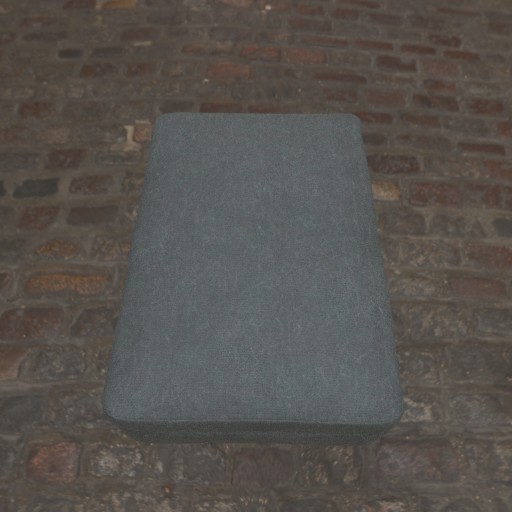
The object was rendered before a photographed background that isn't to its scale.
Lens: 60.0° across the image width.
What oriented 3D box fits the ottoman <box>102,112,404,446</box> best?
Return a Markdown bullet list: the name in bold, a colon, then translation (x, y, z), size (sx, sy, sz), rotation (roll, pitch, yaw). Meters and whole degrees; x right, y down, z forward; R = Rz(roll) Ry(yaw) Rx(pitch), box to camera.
- **ottoman**: translation (0.000, 0.000, 1.572), size (0.840, 0.429, 1.199), rotation (1, 59, 0)
